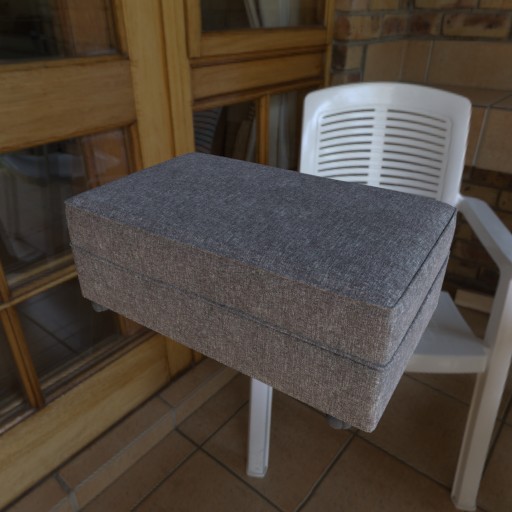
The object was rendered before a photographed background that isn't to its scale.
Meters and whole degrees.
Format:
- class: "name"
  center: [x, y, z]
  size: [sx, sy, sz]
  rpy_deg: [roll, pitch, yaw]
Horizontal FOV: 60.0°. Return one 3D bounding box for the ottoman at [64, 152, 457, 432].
- class: "ottoman"
  center: [0.000, 0.000, 1.581]
  size: [1.184, 0.487, 0.717]
  rpy_deg: [18, 34, 28]
